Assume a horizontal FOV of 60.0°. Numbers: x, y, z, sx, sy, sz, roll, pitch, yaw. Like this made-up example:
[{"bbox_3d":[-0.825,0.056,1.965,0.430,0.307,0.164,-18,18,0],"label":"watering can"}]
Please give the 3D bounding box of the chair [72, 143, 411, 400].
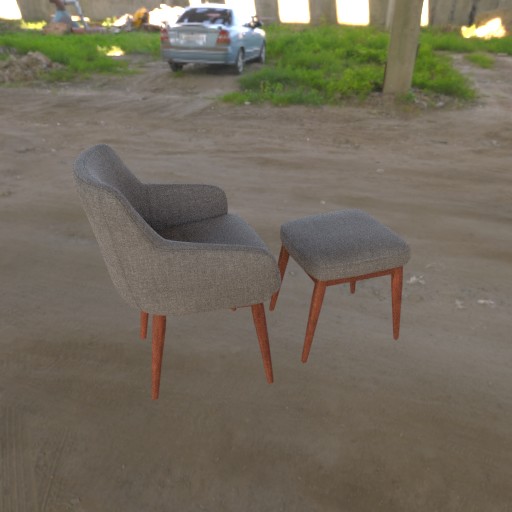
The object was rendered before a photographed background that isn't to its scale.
[{"bbox_3d":[0.000,0.000,1.600,1.107,0.799,0.584,-10,31,-17],"label":"chair"}]
